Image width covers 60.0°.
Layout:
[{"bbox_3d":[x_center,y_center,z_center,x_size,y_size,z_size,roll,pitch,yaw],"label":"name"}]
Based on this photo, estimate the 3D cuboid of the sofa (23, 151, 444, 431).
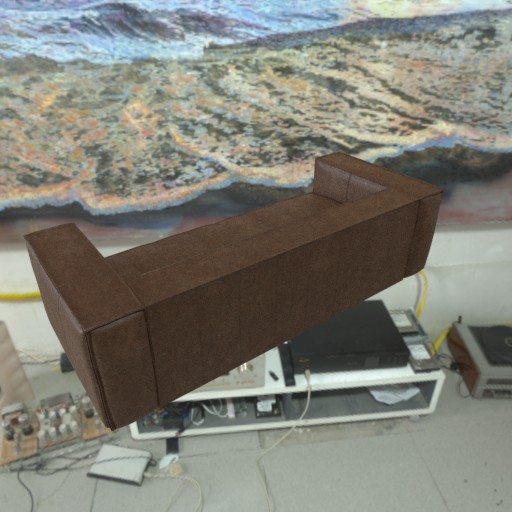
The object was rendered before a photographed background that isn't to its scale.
[{"bbox_3d":[0.000,0.000,2.984,2.581,0.701,1.102,-21,37,-31],"label":"sofa"}]
